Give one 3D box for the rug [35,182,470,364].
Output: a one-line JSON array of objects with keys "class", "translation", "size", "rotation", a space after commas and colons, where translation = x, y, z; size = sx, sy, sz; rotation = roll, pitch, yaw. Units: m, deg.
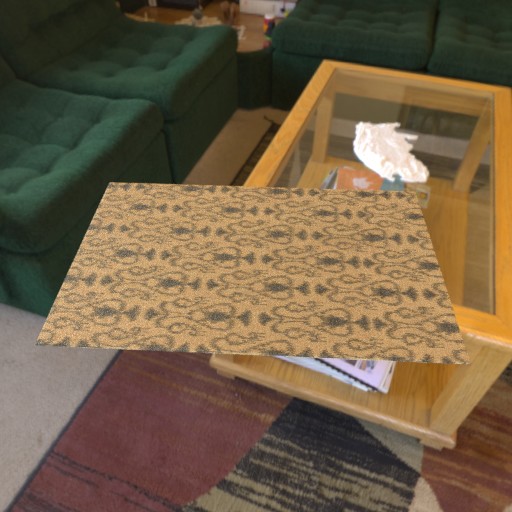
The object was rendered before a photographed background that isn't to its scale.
[{"class": "rug", "translation": [0.000, 0.000, 2.033], "size": [1.652, 0.006, 1.035], "rotation": [2, 46, 2]}]
